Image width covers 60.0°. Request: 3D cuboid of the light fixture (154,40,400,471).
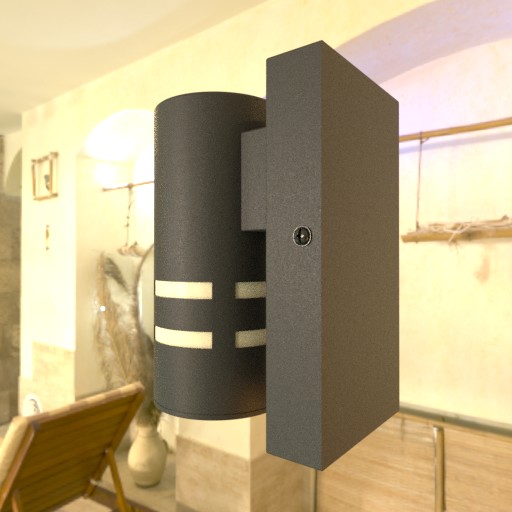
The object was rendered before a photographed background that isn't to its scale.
[{"bbox_3d":[0.000,0.000,0.261,0.138,0.179,0.098,0,0,37],"label":"light fixture"}]
